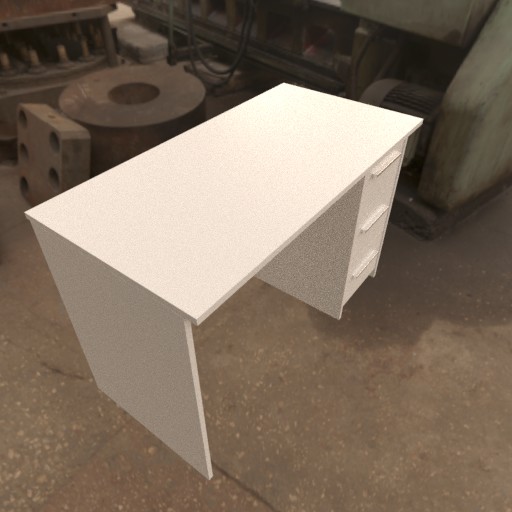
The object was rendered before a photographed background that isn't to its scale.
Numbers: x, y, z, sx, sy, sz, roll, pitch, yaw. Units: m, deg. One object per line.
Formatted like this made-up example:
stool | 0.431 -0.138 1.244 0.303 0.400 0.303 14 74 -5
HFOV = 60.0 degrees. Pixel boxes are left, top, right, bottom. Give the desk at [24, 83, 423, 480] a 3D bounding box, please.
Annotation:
desk | 0.000 0.000 1.502 0.560 0.735 1.097 26 47 27
